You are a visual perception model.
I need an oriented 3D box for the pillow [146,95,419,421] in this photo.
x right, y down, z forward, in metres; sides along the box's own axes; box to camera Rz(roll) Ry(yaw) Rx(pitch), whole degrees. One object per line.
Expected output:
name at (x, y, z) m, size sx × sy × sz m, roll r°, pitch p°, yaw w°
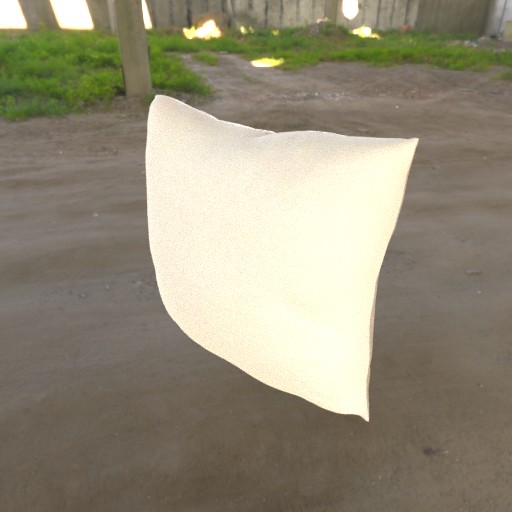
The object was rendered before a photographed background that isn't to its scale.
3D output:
pillow at (0.000, 0.000, 0.712) m, size 0.450 × 0.448 × 0.245 m, roll 22°, pitch 36°, yaw 34°
